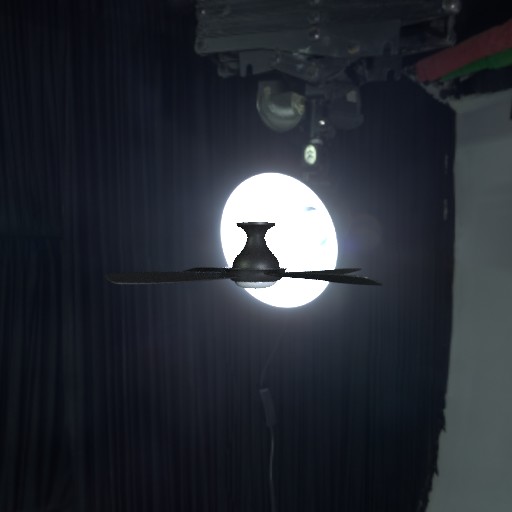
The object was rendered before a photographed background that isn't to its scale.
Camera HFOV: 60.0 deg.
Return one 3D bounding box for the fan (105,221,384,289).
[{"bbox_3d":[0.000,0.000,2.537,1.694,0.382,1.694,0,0,-36],"label":"fan"}]
